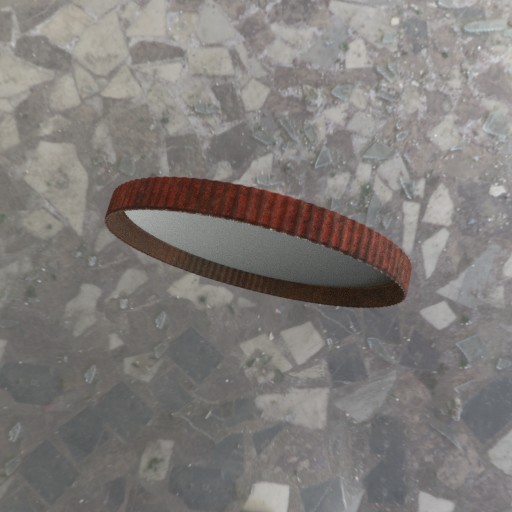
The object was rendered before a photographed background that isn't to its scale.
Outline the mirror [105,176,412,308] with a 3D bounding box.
[{"bbox_3d":[0.000,0.000,0.919,0.609,0.609,0.056,14,77,3],"label":"mirror"}]
